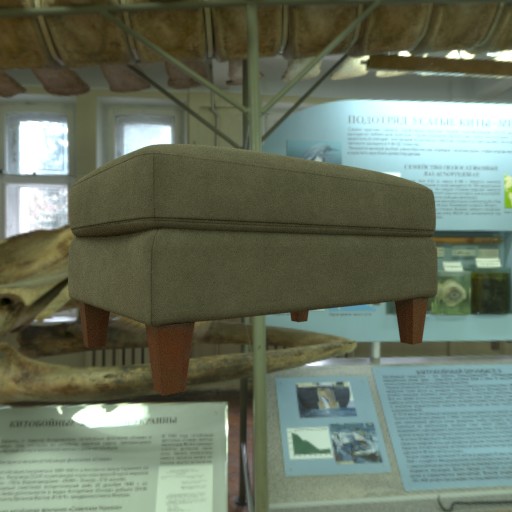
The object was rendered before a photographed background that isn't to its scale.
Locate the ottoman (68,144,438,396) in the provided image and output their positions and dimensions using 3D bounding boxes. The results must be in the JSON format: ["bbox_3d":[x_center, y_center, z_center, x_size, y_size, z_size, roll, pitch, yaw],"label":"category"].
[{"bbox_3d":[0.000,0.000,1.207,0.864,0.483,0.584,0,1,-36],"label":"ottoman"}]
